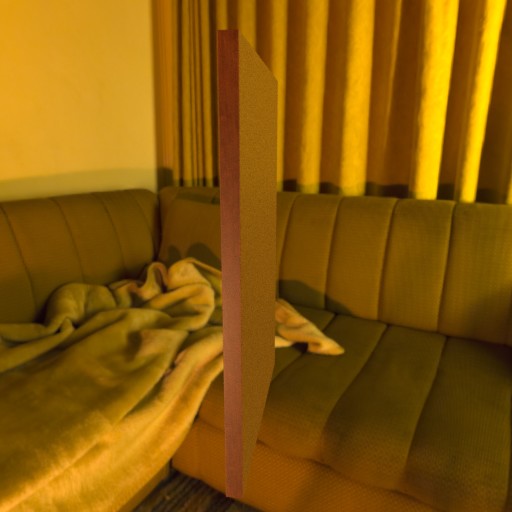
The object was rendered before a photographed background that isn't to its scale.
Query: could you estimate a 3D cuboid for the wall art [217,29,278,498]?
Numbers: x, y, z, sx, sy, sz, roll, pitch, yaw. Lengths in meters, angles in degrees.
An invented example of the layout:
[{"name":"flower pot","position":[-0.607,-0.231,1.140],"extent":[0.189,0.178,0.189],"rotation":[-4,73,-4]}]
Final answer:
[{"name":"wall art","position":[0.000,0.000,1.128],"extent":[0.037,0.914,0.610],"rotation":[2,14,8]}]
